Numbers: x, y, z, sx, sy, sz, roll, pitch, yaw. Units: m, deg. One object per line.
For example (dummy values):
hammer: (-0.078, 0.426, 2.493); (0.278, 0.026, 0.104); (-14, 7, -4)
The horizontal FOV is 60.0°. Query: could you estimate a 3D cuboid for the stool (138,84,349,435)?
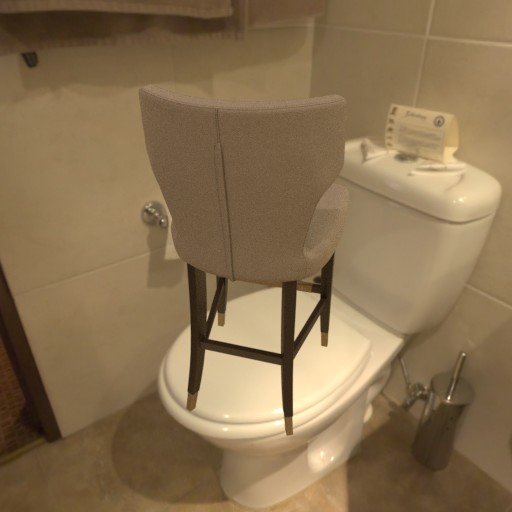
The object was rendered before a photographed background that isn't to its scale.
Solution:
stool: (0.000, 0.000, 1.438); (0.526, 1.092, 0.563); (9, 33, 14)
